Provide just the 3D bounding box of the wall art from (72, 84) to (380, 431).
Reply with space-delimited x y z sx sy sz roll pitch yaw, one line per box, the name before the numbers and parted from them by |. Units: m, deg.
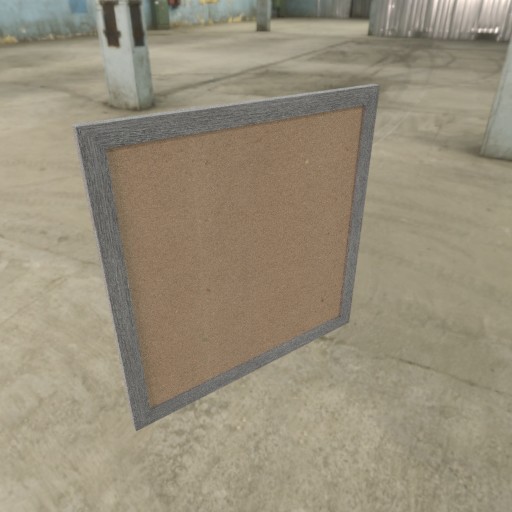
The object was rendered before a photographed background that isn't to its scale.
wall art | 0.000 0.000 1.020 0.685 0.685 0.020 -19 35 -30
